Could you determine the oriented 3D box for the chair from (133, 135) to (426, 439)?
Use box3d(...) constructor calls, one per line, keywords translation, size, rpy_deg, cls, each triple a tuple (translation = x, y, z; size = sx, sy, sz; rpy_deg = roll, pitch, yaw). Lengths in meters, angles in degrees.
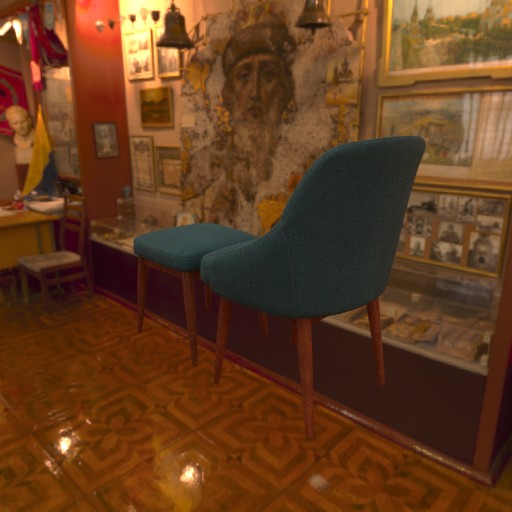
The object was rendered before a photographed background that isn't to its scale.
box3d(translation=(0.000, 0.000, 1.631), size=(0.584, 0.866, 1.114), rpy_deg=(-15, 22, -42), cls="chair")
